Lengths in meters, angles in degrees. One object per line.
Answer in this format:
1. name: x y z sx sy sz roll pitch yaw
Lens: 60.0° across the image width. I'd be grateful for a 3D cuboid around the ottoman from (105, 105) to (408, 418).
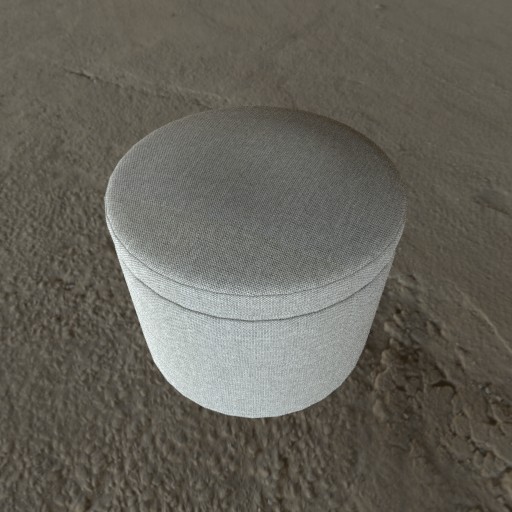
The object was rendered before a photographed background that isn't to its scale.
1. ottoman: 0.000 0.000 0.880 0.500 0.419 0.500 0 47 0
